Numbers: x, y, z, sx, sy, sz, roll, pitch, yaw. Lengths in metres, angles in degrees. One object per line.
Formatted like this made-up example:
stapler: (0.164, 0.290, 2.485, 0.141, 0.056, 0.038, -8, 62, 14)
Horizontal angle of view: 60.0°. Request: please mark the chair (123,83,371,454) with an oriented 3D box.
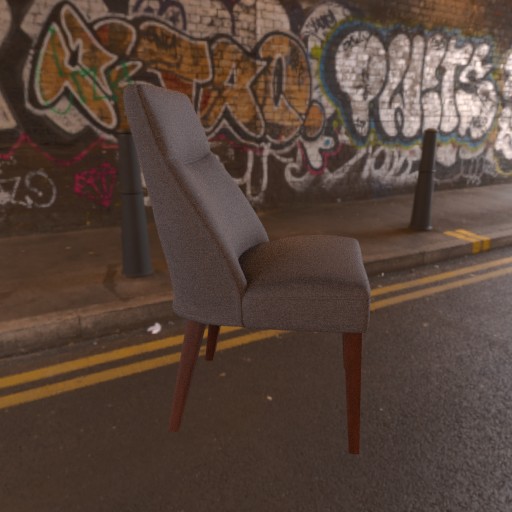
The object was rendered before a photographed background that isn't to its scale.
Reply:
chair: (0.000, 0.000, 1.289, 0.620, 0.930, 0.500, 3, 17, 9)
